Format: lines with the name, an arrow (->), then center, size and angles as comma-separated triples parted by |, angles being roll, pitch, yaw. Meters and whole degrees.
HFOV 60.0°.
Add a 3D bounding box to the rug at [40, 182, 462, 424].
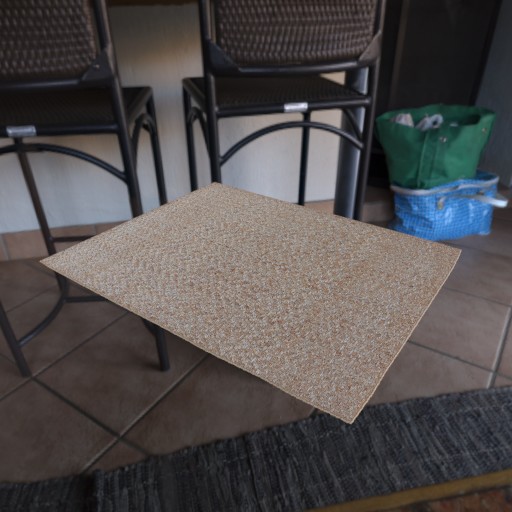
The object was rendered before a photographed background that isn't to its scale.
rug -> 0.000, 0.000, 4.048 | 3.048, 0.013, 2.439 | 20, 36, 30
